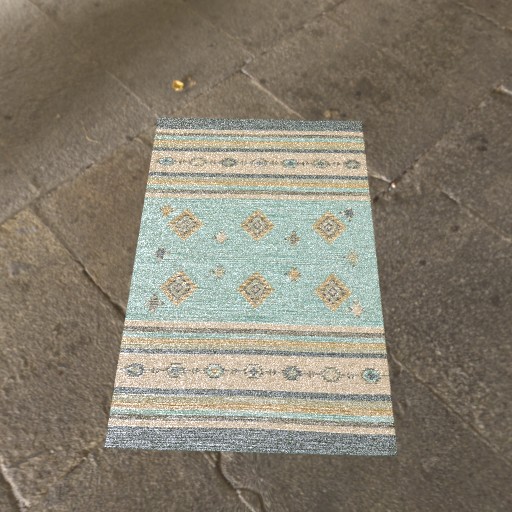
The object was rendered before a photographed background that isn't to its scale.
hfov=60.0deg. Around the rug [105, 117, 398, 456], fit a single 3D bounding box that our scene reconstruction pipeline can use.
[{"bbox_3d":[0.000,0.000,2.236,1.212,0.010,1.811,1,64,1],"label":"rug"}]
